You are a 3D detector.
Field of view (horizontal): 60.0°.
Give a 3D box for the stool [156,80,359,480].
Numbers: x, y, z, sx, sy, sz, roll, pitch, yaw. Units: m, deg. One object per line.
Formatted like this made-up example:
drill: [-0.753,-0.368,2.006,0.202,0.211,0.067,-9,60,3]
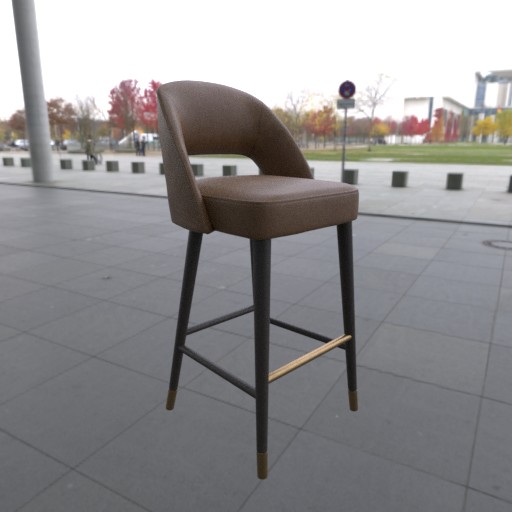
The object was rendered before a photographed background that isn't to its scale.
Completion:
stool: [0.000,0.000,1.347,0.494,1.037,0.509,-14,20,-43]
